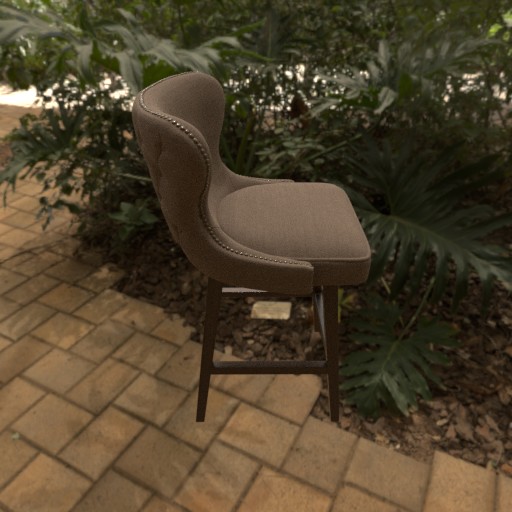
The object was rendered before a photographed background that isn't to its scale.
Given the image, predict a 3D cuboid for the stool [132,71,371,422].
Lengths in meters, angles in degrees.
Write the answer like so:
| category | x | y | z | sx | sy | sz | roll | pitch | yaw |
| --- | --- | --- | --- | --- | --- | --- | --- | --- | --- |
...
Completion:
| category | x | y | z | sx | sy | sz | roll | pitch | yaw |
| --- | --- | --- | --- | --- | --- | --- | --- | --- | --- |
| stool | 0.000 | 0.000 | 1.351 | 0.597 | 0.972 | 0.615 | 0 | 32 | 0 |
